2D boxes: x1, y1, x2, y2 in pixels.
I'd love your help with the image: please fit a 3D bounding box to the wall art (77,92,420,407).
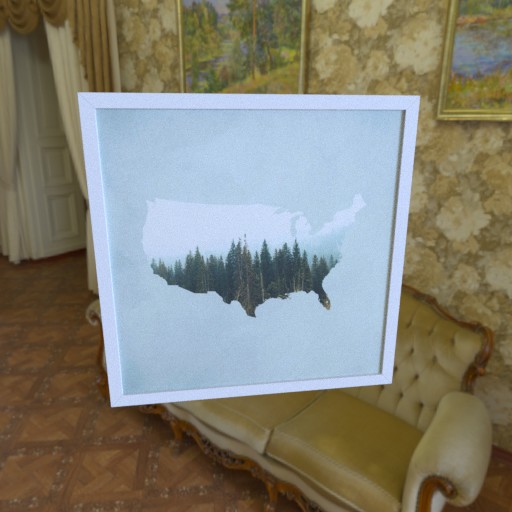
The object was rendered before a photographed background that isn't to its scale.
[{"bbox_3d":[0.000,0.000,0.445,0.304,0.304,0.024,-2,17,-8],"label":"wall art"}]
